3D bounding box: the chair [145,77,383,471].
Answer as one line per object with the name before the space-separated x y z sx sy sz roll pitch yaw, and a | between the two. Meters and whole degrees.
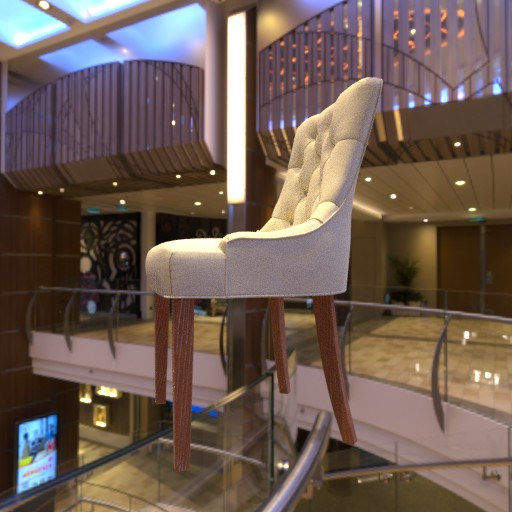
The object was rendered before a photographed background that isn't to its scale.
chair | 0.000 0.000 1.191 0.565 0.874 0.509 0 -1 -18
